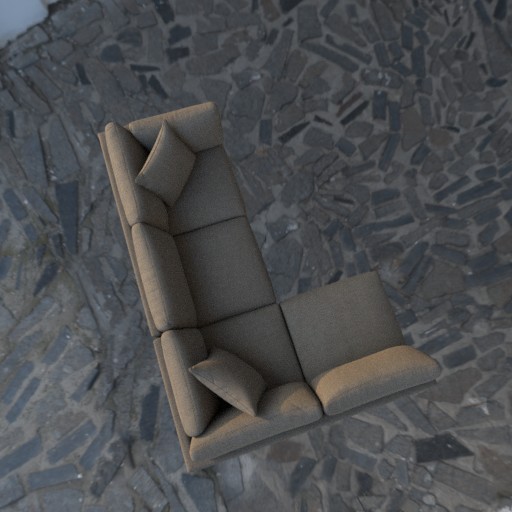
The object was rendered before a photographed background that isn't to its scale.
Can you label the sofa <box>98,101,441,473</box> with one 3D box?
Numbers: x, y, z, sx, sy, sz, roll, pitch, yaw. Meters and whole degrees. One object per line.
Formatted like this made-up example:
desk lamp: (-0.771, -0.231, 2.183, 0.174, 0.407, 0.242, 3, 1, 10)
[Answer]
sofa: (0.000, 0.000, 3.818, 1.994, 0.978, 2.896, -18, 76, -4)
